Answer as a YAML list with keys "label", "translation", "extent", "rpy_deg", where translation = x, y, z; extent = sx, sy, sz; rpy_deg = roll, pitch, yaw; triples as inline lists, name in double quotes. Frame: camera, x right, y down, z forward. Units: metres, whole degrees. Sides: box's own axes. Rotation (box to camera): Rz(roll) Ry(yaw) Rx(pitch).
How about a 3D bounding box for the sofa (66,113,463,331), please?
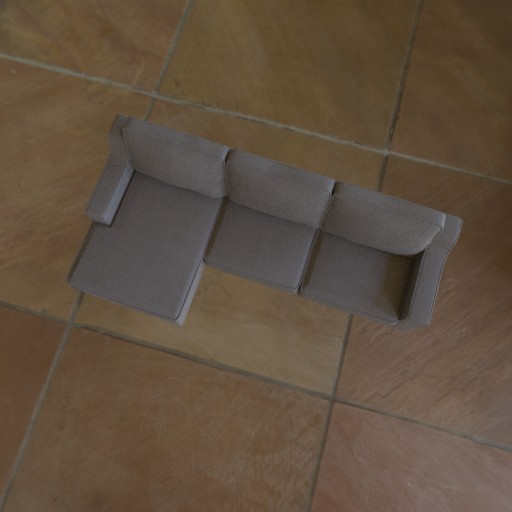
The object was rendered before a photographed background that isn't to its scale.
- label: "sofa"
  translation: [0.000, 0.000, 3.248]
  extent: [2.561, 0.928, 1.294]
  rpy_deg: [18, 76, 5]
